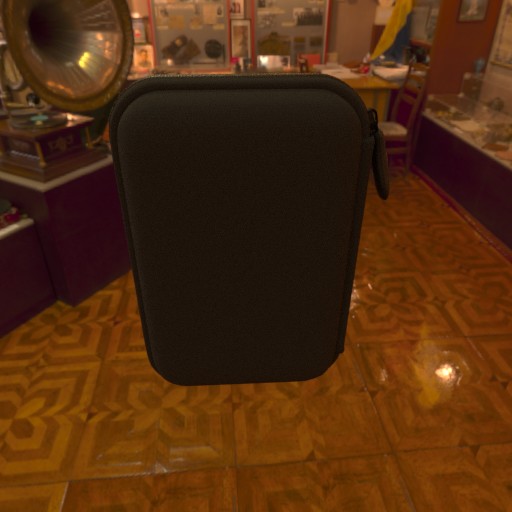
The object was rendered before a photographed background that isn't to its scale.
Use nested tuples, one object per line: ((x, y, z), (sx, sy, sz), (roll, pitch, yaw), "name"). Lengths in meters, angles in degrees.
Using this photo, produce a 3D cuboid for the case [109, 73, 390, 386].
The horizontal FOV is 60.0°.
((0.000, 0.000, 0.192), (0.107, 0.147, 0.030), (-2, 32, -3), "case")
